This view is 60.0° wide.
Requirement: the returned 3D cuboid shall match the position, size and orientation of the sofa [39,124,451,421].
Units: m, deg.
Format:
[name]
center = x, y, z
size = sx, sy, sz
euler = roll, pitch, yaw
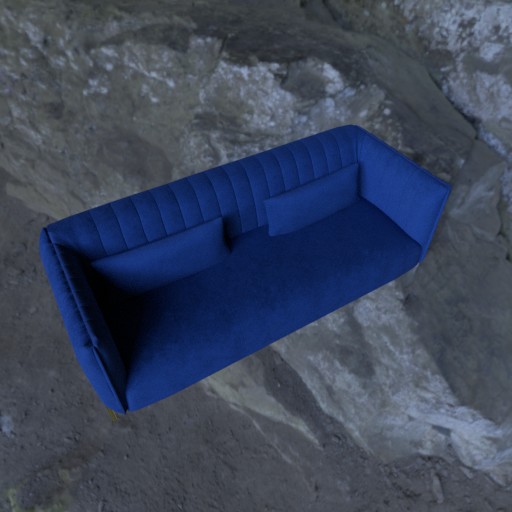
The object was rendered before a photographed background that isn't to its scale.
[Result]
[sofa]
center = 0.000, 0.000, 2.595
size = 2.136, 0.793, 0.896
euler = -23, 50, -21
